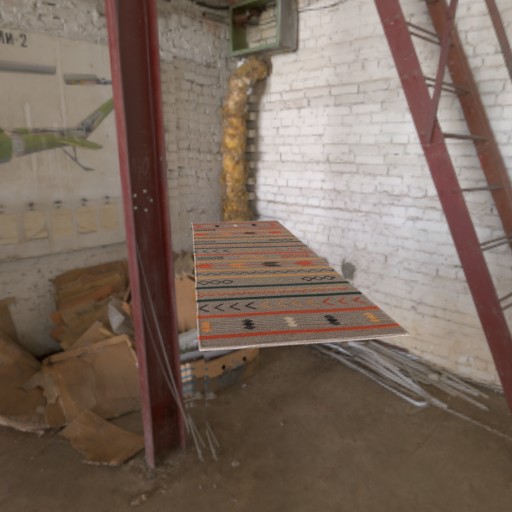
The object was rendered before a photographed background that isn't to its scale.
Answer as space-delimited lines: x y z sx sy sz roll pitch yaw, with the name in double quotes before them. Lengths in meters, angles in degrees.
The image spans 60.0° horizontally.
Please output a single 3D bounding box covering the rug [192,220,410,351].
"rug" 0.000 0.000 2.659 0.744 0.022 2.419 -2 14 -8
